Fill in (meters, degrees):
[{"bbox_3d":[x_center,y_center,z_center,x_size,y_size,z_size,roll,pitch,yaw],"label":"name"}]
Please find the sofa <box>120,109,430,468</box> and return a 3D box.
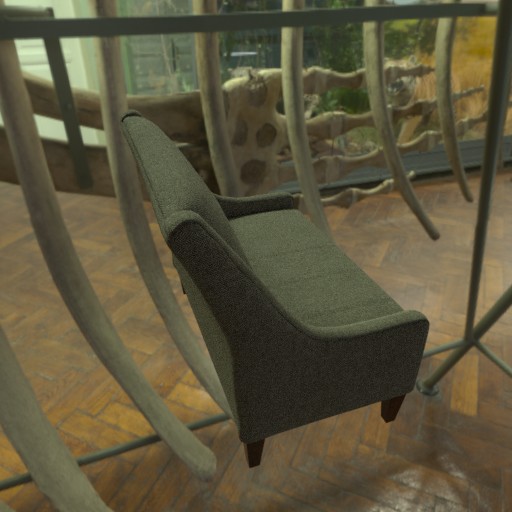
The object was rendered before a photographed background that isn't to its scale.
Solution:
[{"bbox_3d":[0.000,0.000,1.865,0.870,1.021,1.242,-10,32,-17],"label":"sofa"}]
